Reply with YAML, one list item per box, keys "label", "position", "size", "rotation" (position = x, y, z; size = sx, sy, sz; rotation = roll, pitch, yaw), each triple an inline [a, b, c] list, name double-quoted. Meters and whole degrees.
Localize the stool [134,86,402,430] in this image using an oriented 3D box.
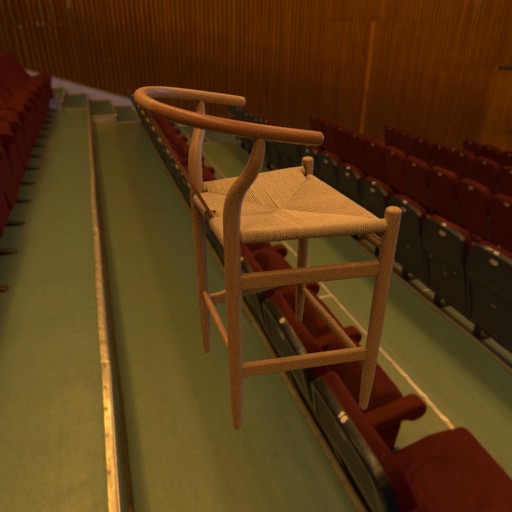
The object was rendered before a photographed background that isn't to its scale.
- label: "stool"
  position: [0.000, 0.000, 1.286]
  size: [0.575, 0.923, 0.536]
  rotation: [-9, 29, -17]
